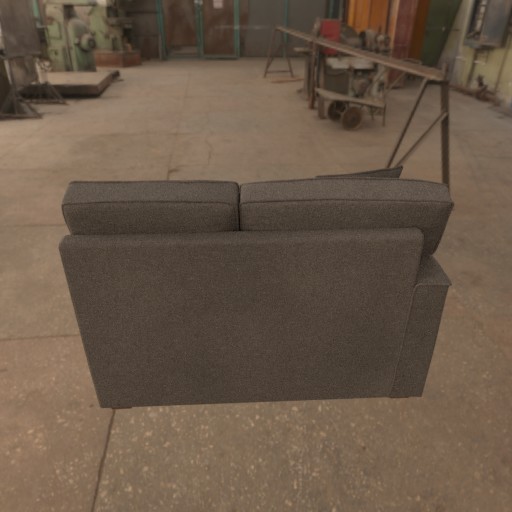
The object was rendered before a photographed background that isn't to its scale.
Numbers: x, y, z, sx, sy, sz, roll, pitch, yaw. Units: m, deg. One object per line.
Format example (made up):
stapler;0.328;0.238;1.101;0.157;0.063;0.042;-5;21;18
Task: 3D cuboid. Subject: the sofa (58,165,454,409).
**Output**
sofa;0.000;0.000;2.052;1.388;0.989;0.991;-1;30;-2
